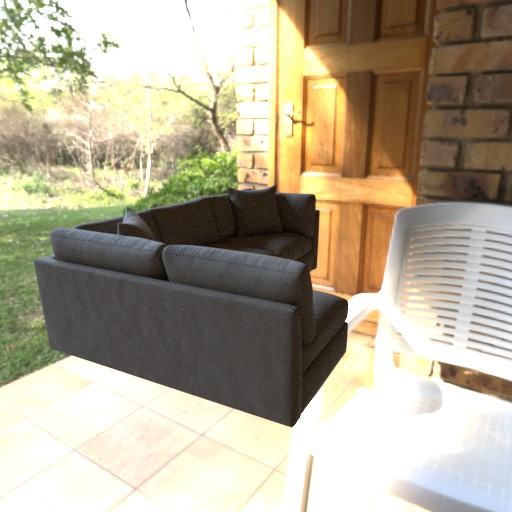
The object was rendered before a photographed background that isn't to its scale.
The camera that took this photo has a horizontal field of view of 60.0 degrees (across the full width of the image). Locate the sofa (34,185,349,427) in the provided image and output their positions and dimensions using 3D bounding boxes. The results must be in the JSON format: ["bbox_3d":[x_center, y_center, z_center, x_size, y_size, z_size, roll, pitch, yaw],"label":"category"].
[{"bbox_3d":[0.000,0.000,3.913,1.994,0.978,2.896,8,18,27],"label":"sofa"}]
